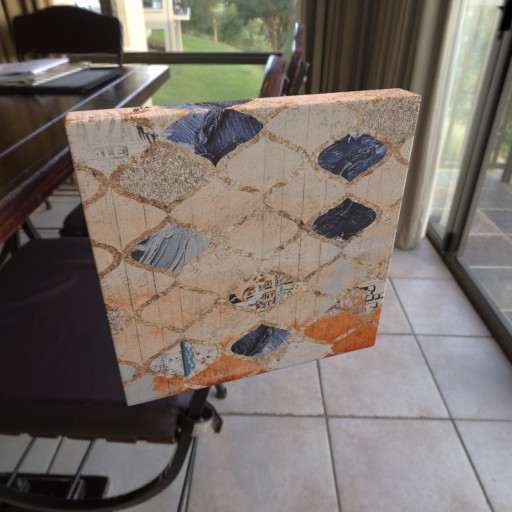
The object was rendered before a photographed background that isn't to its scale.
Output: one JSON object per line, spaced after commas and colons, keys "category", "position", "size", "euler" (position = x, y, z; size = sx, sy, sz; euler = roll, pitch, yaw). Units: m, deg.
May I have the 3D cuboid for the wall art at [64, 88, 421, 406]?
{"category": "wall art", "position": [0.000, 0.000, 0.453], "size": [0.303, 0.304, 0.036], "euler": [-10, 33, -15]}
